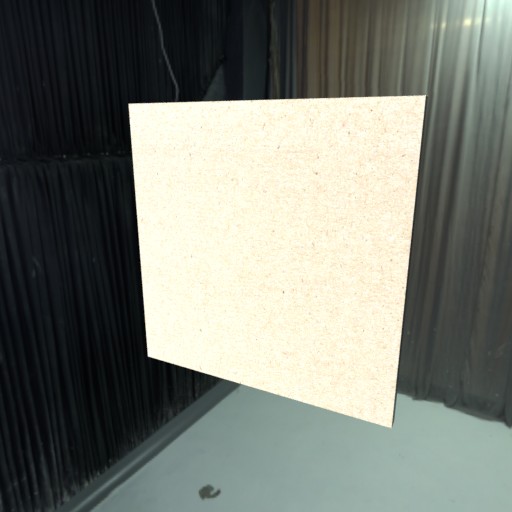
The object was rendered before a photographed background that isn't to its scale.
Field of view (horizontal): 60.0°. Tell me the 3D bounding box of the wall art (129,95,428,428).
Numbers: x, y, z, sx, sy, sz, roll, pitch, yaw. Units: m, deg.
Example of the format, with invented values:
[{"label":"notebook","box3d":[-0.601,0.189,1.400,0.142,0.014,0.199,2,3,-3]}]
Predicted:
[{"label":"wall art","box3d":[0.000,0.000,1.170,0.773,0.775,0.031,8,18,26]}]
